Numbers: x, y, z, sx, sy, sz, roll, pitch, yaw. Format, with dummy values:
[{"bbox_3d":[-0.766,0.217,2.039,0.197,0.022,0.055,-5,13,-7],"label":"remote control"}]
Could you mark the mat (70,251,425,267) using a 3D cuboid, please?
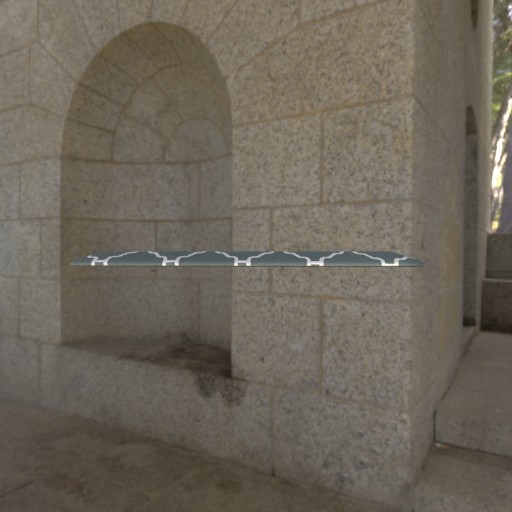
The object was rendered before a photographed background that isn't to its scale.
[{"bbox_3d":[0.000,0.000,0.981,0.508,0.021,0.762,0,1,3],"label":"mat"}]
